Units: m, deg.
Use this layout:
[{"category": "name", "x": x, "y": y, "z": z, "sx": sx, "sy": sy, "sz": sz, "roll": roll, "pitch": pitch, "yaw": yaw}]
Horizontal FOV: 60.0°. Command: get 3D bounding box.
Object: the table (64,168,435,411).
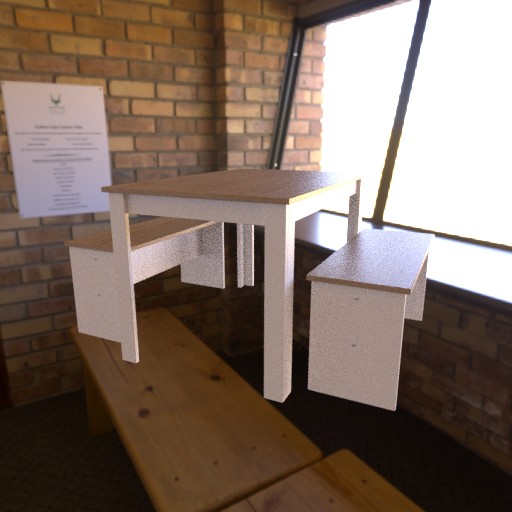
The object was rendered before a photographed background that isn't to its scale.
[{"category": "table", "x": 0.000, "y": 0.000, "z": 2.025, "sx": 1.443, "sy": 0.700, "sz": 1.100, "roll": 7, "pitch": 17, "yaw": 25}]
